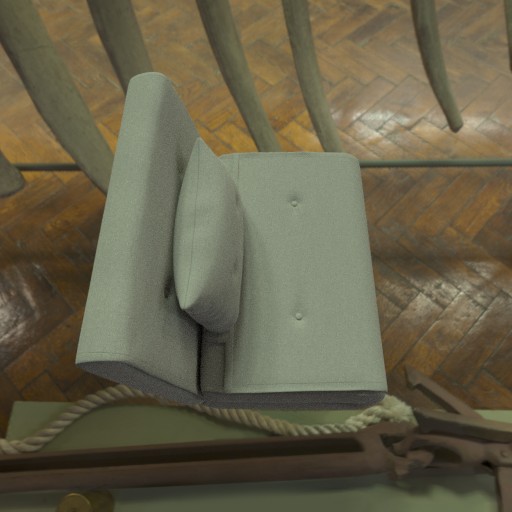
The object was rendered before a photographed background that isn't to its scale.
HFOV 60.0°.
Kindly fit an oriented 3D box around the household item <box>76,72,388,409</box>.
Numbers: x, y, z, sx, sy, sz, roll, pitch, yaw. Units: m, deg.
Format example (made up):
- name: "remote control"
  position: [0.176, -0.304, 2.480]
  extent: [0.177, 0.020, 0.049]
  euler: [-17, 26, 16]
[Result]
- name: "household item"
  position: [0.000, 0.000, 1.604]
  extent: [0.874, 0.800, 1.000]
  euler: [0, 63, 0]
